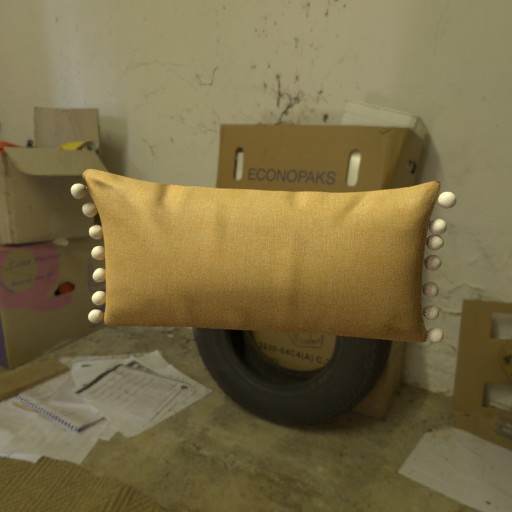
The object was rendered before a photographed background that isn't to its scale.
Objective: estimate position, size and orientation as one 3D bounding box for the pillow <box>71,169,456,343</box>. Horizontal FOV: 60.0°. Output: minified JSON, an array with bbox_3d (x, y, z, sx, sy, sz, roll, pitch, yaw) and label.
[{"bbox_3d":[0.000,0.000,0.848,0.709,0.322,0.201,2,15,8],"label":"pillow"}]
